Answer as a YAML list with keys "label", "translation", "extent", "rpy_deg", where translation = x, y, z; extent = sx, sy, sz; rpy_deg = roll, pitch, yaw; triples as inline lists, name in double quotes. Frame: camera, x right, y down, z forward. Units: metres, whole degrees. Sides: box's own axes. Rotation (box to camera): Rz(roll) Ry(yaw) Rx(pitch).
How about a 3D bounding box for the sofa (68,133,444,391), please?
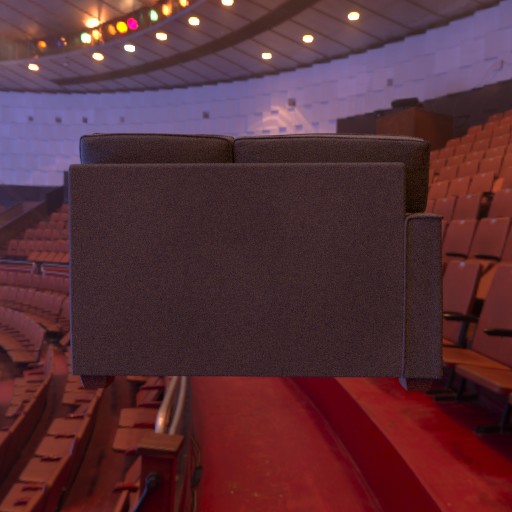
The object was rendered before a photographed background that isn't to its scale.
- label: "sofa"
  translation: [0.000, 0.000, 2.077]
  extent: [1.388, 0.989, 0.991]
  rpy_deg: [0, 1, 1]
